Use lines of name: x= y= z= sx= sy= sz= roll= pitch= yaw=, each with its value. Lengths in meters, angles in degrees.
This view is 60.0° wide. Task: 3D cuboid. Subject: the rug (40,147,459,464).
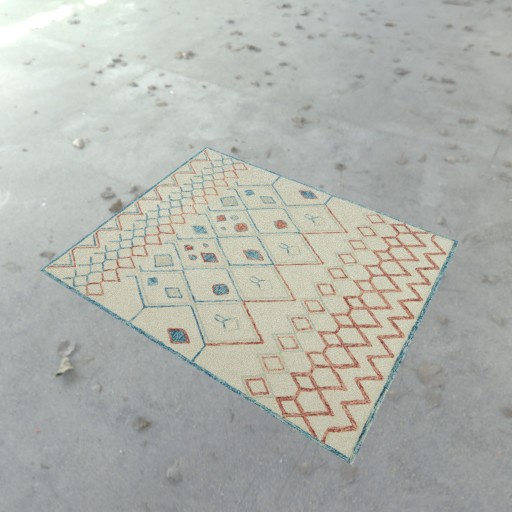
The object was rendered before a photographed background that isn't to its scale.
rug: x=0.000 y=0.000 z=4.108 sx=3.050 sy=0.016 sz=2.441 roll=25 pitch=51 yaw=22
